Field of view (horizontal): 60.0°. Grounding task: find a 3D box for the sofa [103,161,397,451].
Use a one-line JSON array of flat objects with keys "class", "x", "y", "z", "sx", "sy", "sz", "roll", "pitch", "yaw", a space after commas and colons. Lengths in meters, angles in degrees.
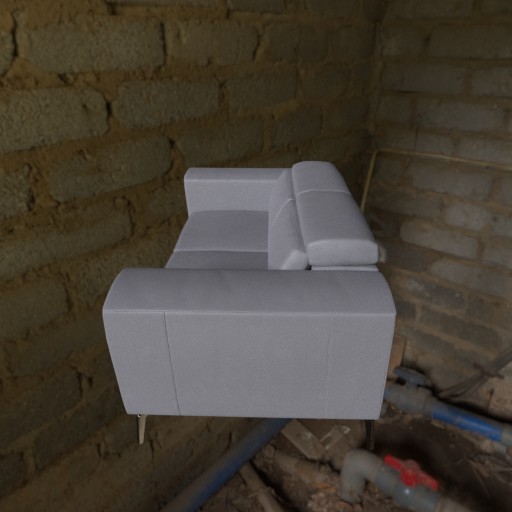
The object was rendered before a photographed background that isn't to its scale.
[{"class": "sofa", "x": 0.000, "y": 0.000, "z": 2.394, "sx": 1.003, "sy": 0.779, "sz": 1.895, "roll": 1, "pitch": 25, "yaw": 2}]
